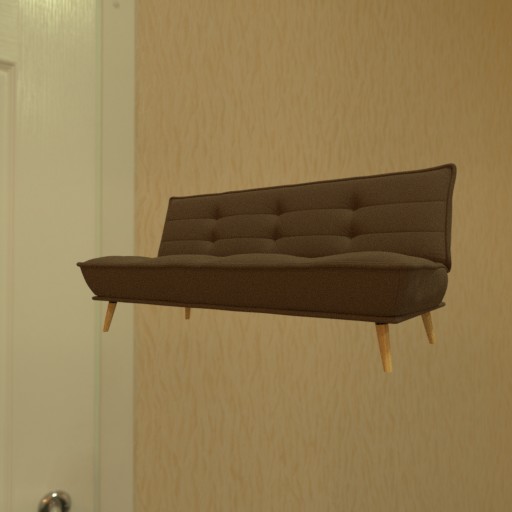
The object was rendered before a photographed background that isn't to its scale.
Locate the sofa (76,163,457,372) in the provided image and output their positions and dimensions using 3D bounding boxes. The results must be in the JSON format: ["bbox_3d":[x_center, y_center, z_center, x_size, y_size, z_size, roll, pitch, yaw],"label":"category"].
[{"bbox_3d":[0.000,0.000,2.435,1.940,0.890,0.950,-1,-1,35],"label":"sofa"}]
